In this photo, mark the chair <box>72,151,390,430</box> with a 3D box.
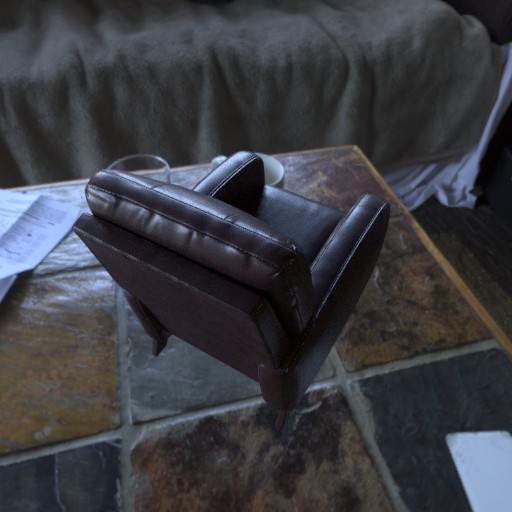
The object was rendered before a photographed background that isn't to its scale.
[{"bbox_3d":[0.000,0.000,1.686,0.762,0.990,0.990,24,51,21],"label":"chair"}]
